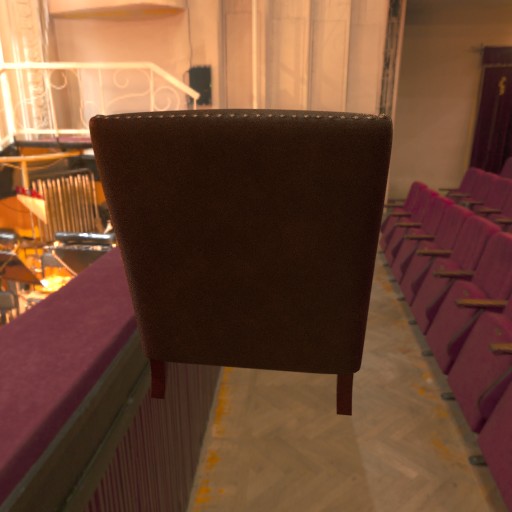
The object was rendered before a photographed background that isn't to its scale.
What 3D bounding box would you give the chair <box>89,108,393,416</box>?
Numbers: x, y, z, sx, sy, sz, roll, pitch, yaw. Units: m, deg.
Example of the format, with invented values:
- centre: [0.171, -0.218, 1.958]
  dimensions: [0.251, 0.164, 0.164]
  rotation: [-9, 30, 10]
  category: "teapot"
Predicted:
- centre: [0.000, 0.000, 1.310]
  dimensions: [0.639, 0.813, 0.704]
  rotation: [2, 17, 8]
  category: "chair"
